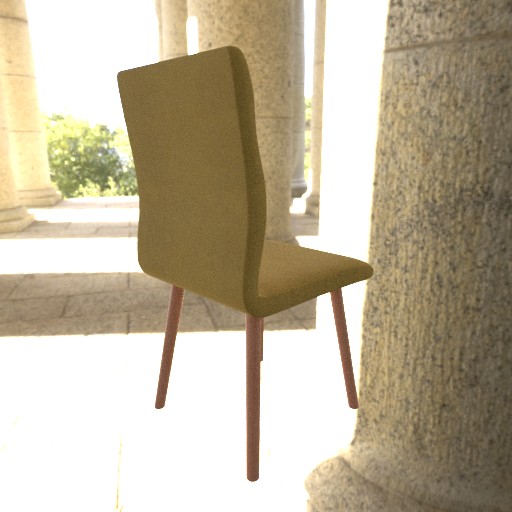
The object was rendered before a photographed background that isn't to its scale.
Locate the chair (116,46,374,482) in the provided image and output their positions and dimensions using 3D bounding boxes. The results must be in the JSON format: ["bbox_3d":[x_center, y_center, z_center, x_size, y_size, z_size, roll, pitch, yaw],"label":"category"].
[{"bbox_3d":[0.000,0.000,1.251,0.550,0.965,0.450,-14,20,-42],"label":"chair"}]
